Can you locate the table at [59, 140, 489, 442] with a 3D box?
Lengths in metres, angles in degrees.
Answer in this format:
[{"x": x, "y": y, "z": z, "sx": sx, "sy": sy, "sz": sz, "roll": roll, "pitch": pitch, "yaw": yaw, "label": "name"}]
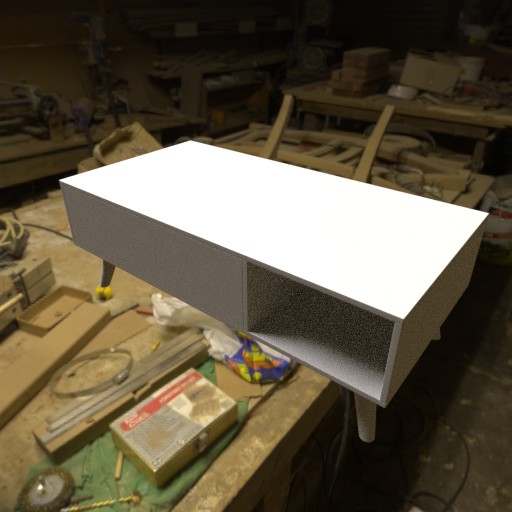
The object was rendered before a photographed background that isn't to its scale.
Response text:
[{"x": 0.000, "y": 0.000, "z": 1.471, "sx": 1.194, "sy": 0.432, "sz": 0.609, "roll": 22, "pitch": 37, "yaw": 32, "label": "table"}]
